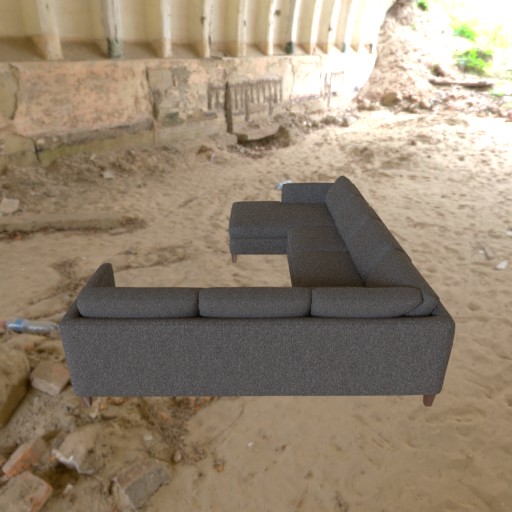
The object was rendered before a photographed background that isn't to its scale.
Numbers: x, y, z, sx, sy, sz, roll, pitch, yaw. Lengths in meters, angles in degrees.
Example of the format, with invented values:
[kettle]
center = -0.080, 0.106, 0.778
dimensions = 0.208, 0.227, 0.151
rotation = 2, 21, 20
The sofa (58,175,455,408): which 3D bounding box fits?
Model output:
[sofa]
center = 0.000, 0.000, 4.330
dimensions = 2.551, 0.853, 3.238
rotation = 0, 25, 0
